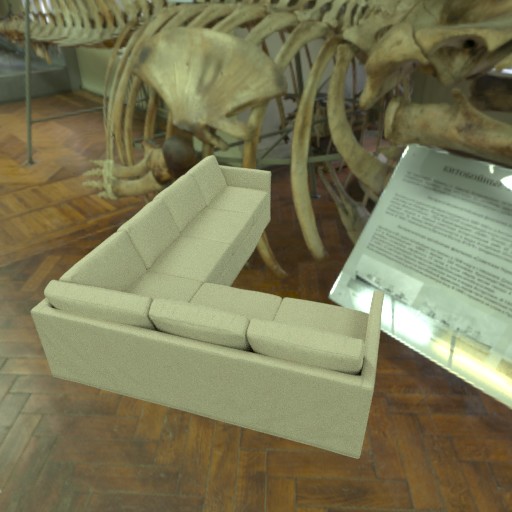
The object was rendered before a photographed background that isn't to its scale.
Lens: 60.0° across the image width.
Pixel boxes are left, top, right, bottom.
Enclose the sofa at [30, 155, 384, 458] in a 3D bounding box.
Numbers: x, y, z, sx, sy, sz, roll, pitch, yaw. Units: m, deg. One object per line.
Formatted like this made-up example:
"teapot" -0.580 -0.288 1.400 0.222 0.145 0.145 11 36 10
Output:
"sofa" 0.000 0.000 4.272 2.432 0.871 3.182 9 33 15
